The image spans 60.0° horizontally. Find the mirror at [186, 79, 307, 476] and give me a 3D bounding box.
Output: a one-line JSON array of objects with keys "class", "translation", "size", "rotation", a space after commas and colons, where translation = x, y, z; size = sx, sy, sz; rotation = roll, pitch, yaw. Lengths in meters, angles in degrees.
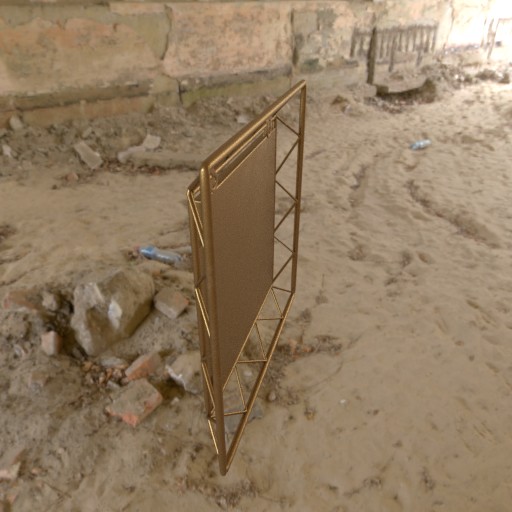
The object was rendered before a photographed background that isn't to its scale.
[{"class": "mirror", "translation": [0.000, 0.000, 0.630], "size": [0.046, 0.414, 0.416], "rotation": [9, 32, 14]}]
